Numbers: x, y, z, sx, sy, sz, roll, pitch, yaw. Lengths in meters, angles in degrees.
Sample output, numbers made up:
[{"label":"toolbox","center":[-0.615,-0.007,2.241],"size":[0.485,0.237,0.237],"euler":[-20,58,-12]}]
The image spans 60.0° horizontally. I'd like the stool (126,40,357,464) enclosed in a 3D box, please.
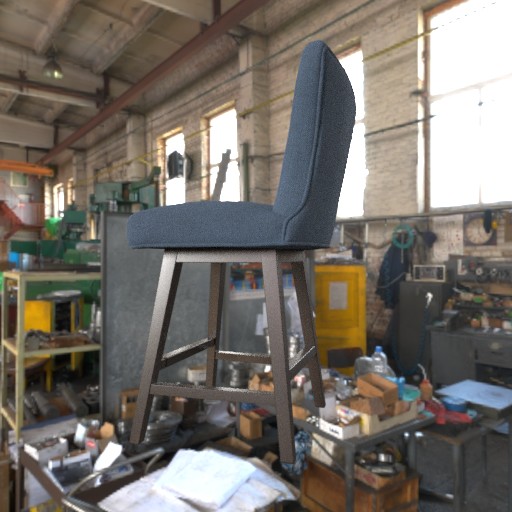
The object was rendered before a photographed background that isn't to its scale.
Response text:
[{"label":"stool","center":[0.000,0.000,1.323],"size":[0.574,1.000,0.514],"euler":[0,0,19]}]
